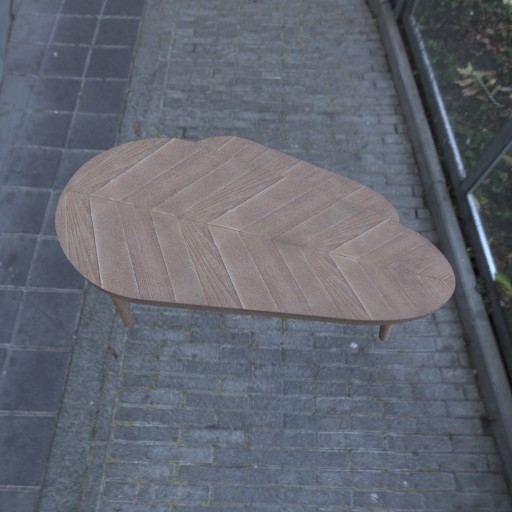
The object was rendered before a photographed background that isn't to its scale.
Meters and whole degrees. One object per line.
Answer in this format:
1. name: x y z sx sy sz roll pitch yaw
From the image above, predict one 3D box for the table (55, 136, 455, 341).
1. table: 0.000 0.000 1.598 1.190 0.595 0.701 14 65 7
